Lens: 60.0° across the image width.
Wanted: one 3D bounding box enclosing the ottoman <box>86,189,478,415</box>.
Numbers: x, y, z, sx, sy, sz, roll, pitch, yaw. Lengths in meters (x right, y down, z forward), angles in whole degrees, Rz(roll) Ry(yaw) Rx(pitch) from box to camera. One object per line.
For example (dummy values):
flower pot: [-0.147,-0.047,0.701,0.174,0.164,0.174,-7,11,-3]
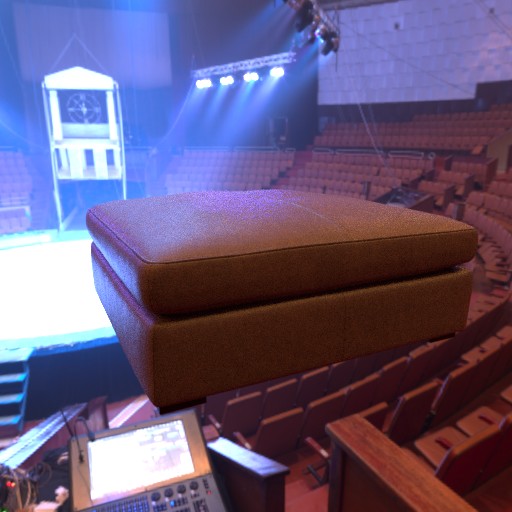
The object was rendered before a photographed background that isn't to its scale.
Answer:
ottoman: [0.000,0.000,1.771,1.168,0.490,1.168,-7,15,-26]
